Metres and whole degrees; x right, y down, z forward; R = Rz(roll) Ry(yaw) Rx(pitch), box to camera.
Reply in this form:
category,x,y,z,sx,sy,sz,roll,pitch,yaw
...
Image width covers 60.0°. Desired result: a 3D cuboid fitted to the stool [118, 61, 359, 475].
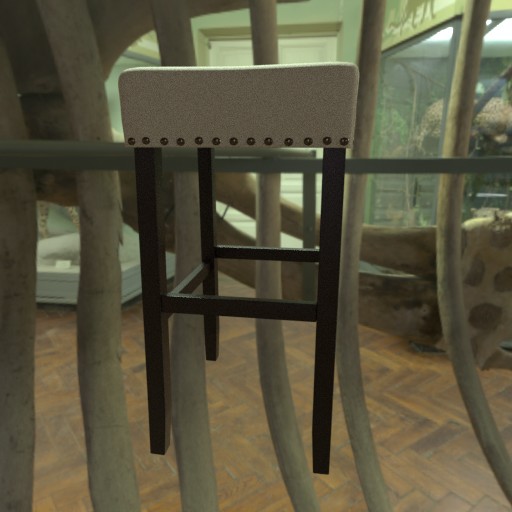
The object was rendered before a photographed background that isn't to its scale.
category,x,y,z,sx,sy,sz,roll,pitch,yaw
stool,0.000,0.000,1.021,0.401,0.762,0.471,2,15,9
